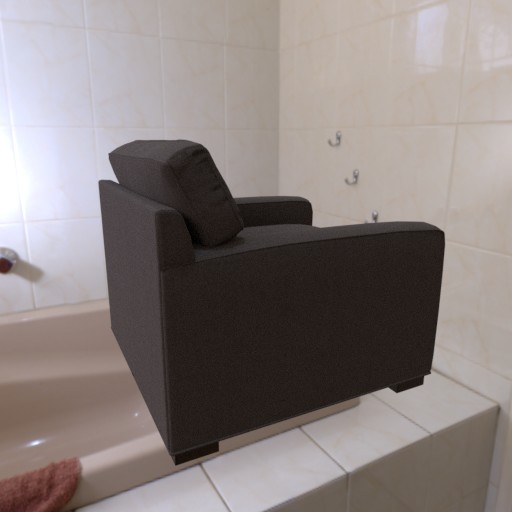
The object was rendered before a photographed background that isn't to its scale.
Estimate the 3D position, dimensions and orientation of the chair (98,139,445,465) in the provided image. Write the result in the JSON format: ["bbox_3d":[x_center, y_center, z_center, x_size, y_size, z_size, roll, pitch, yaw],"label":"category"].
[{"bbox_3d":[0.000,0.000,1.797,1.043,0.913,0.997,-7,16,-26],"label":"chair"}]
